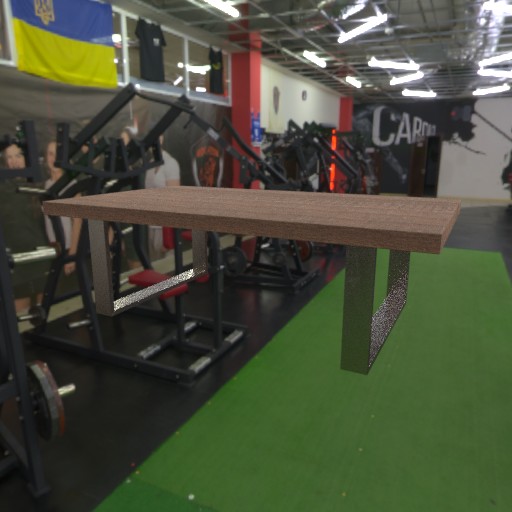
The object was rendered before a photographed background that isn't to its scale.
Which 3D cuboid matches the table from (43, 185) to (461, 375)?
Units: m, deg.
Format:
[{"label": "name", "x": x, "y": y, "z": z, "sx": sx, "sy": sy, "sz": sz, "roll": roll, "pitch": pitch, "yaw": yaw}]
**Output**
[{"label": "table", "x": 0.000, "y": 0.000, "z": 1.756, "sx": 1.400, "sy": 0.440, "sz": 0.800, "roll": 7, "pitch": 16, "yaw": 26}]
